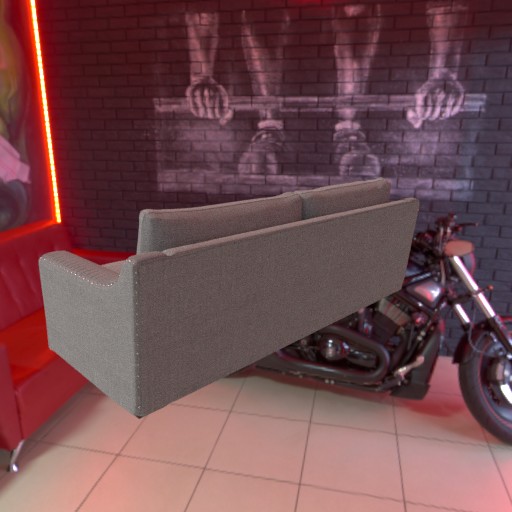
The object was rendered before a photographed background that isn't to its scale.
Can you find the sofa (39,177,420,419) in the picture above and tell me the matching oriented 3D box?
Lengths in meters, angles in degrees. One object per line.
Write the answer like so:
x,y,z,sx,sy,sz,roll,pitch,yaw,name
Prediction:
0.000,0.000,2.700,1.000,0.857,2.208,15,21,43,sofa
